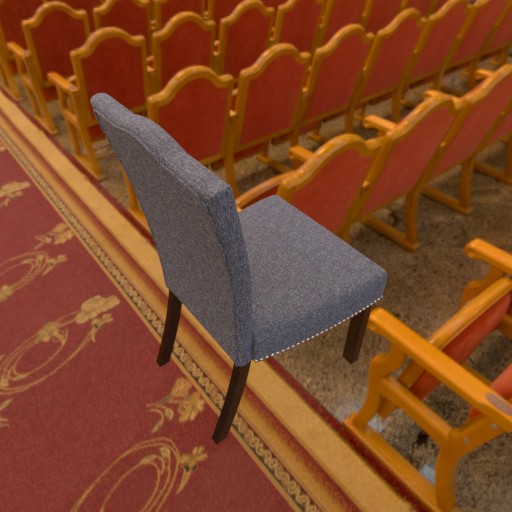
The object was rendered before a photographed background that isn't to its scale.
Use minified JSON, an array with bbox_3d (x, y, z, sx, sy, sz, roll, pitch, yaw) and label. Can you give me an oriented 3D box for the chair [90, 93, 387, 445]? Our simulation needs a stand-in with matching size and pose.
[{"bbox_3d":[0.000,0.000,1.255,0.589,0.946,0.518,-28,49,-27],"label":"chair"}]
